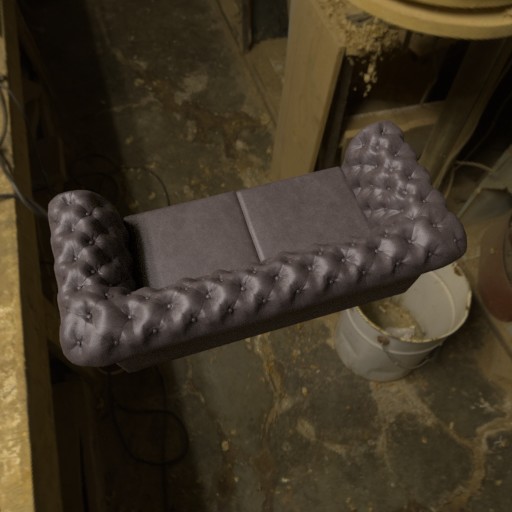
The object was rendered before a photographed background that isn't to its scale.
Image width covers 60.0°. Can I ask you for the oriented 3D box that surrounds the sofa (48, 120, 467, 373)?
[{"bbox_3d":[0.000,0.000,2.522,2.048,0.779,0.944,-15,61,-9],"label":"sofa"}]
